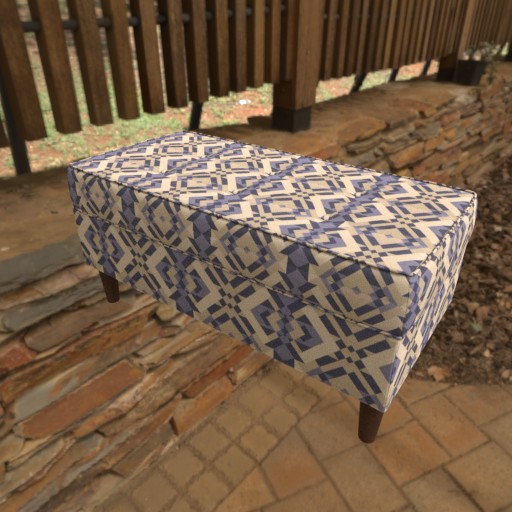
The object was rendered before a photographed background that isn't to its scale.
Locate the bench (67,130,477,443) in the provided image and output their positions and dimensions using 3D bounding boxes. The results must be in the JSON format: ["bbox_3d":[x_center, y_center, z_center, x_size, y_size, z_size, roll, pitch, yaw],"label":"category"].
[{"bbox_3d":[0.000,0.000,1.270,1.016,0.477,0.492,20,36,31],"label":"bench"}]
